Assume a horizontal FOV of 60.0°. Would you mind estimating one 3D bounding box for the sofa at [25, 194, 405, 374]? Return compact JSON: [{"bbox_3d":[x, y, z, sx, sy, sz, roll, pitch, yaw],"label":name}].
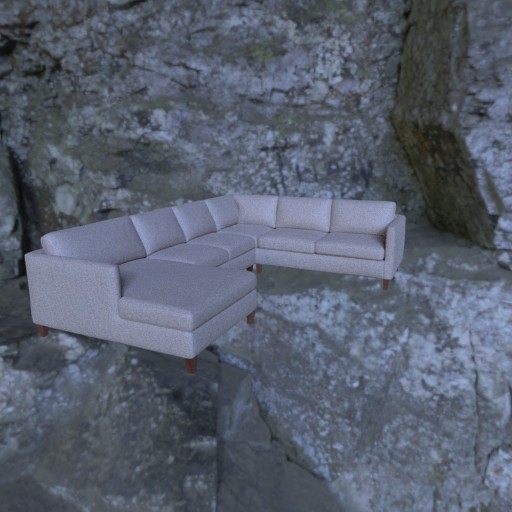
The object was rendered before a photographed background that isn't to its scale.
[{"bbox_3d":[0.000,0.000,4.526,2.551,0.889,3.403,6,15,24],"label":"sofa"}]
